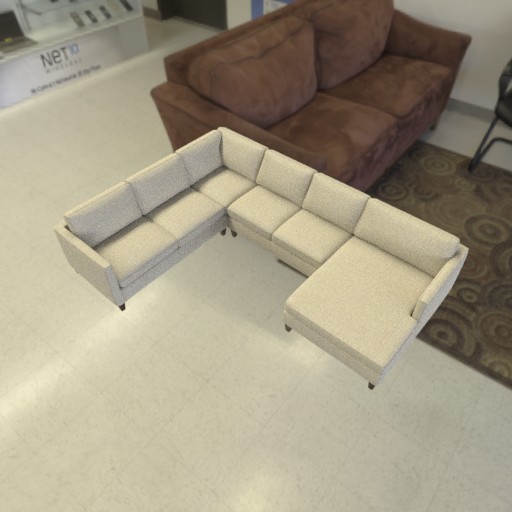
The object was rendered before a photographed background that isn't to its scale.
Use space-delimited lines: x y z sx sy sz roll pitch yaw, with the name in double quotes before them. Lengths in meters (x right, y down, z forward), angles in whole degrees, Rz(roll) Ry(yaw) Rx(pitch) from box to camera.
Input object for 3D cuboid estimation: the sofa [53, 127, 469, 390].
"sofa" 0.000 0.000 4.613 3.403 0.889 2.551 32 54 27
